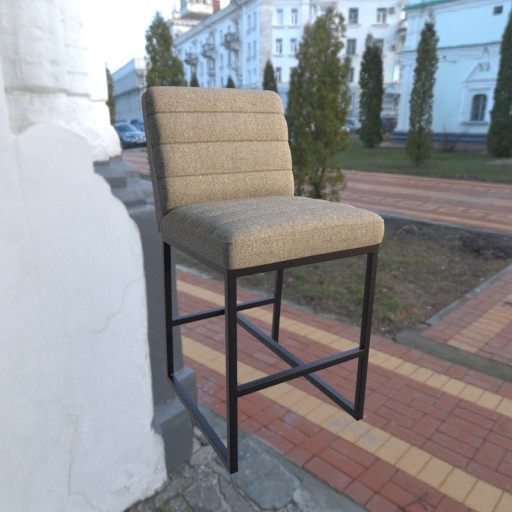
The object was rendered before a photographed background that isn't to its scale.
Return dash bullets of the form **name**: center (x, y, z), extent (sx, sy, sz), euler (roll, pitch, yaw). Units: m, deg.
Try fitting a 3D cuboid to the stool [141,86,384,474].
- **stool**: center (0.000, 0.000, 1.283), extent (0.460, 0.940, 0.560), euler (-9, 19, -28)
